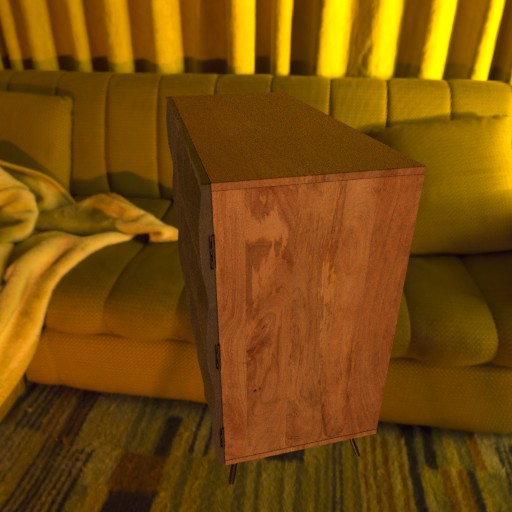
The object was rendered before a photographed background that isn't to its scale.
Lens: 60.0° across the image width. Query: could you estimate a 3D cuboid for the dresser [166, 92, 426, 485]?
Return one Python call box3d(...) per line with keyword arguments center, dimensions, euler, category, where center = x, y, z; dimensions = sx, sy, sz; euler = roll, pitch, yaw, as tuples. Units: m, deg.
box3d(center=(0.000, 0.000, 1.422), dimensions=(0.446, 0.847, 0.967), euler=(-7, 29, -12), category="dresser")
